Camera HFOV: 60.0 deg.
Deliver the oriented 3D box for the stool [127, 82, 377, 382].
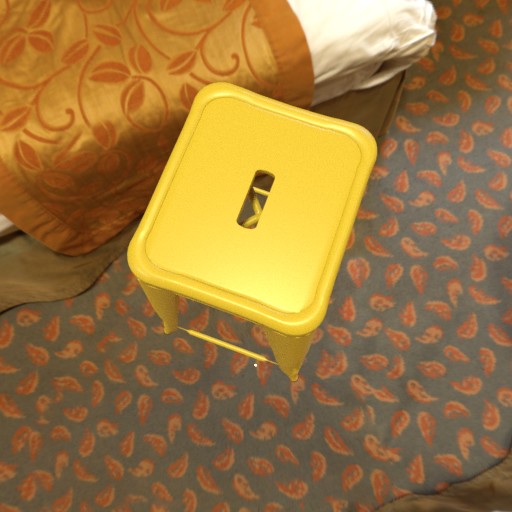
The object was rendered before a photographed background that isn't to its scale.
[{"bbox_3d":[0.000,0.000,0.852,0.359,0.609,0.399,19,77,5],"label":"stool"}]
